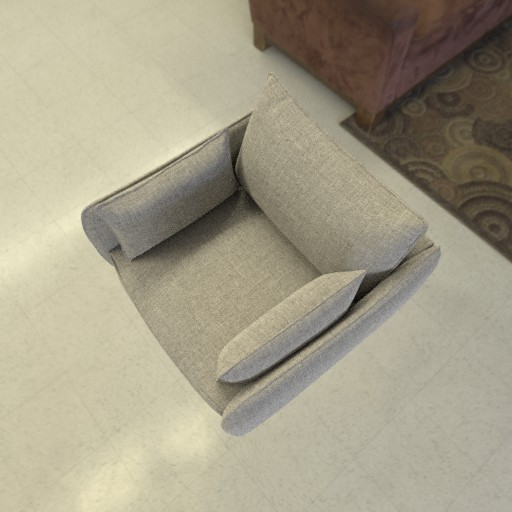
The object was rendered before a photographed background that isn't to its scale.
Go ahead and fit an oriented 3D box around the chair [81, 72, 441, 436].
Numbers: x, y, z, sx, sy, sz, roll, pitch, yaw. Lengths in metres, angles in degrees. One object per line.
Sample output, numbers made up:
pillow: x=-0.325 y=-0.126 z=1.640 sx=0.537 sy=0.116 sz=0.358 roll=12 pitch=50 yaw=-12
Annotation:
chair: x=0.000 y=0.000 z=1.736 sx=0.976 sy=0.839 sz=0.993 roll=-35 pitch=69 yaw=-16
